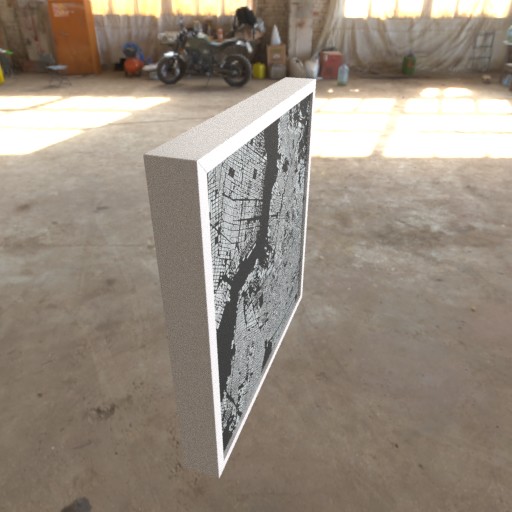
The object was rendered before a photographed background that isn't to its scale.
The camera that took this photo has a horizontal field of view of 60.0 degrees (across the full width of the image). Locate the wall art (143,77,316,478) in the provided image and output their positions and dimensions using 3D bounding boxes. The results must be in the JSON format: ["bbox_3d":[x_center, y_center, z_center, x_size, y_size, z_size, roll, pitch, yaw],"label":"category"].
[{"bbox_3d":[0.000,0.000,0.464,0.037,0.305,0.305,10,32,17],"label":"wall art"}]
